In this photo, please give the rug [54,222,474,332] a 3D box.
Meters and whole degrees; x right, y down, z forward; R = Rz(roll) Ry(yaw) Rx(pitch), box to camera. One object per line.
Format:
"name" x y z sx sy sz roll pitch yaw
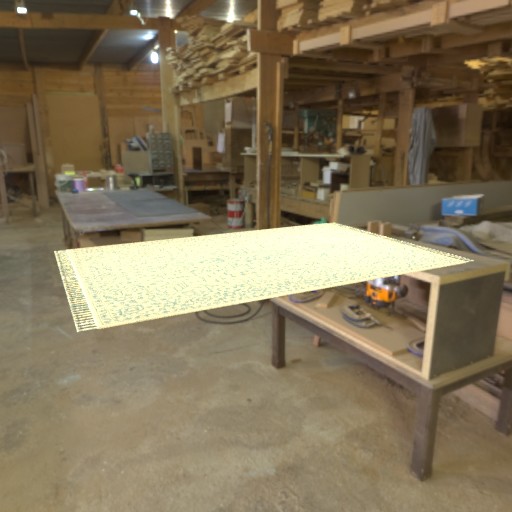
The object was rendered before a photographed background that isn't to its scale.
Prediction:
"rug" 0.000 0.000 3.025 2.438 0.010 1.524 -7 17 -26
